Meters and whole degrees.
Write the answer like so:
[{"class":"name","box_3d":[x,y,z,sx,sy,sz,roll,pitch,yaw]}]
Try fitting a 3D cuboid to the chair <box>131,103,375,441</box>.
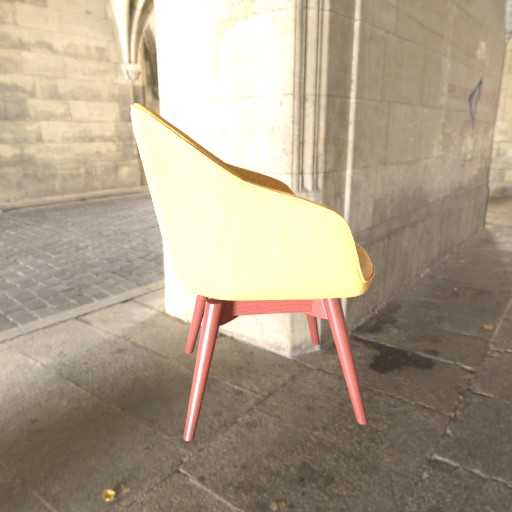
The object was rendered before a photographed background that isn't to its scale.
[{"class":"chair","box_3d":[0.000,0.000,1.273,0.635,0.823,0.596,-2,16,-8]}]
